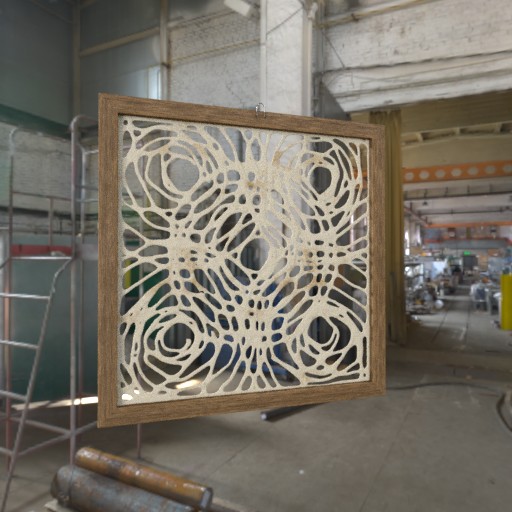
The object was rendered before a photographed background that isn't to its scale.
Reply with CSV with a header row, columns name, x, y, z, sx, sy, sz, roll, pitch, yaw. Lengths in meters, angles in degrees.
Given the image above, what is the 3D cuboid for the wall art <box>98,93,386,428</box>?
name,x,y,z,sx,sy,sz,roll,pitch,yaw
wall art,0.000,0.000,0.837,0.561,0.576,0.021,0,-1,-19
